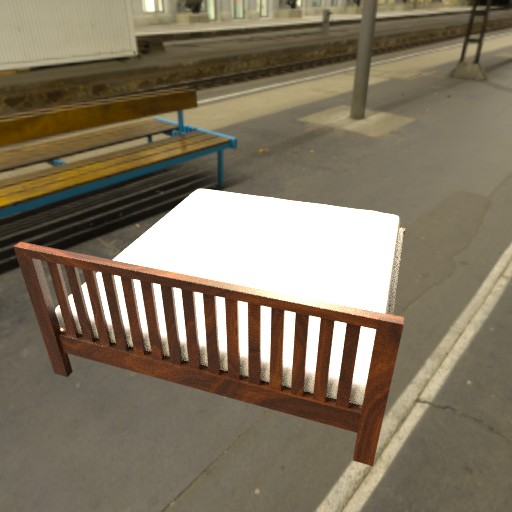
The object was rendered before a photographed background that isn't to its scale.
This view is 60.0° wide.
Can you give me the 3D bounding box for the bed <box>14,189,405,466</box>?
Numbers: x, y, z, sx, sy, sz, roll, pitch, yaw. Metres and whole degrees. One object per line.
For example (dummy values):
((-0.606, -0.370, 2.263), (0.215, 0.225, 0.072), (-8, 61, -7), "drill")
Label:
((0.000, 0.000, 3.035), (1.905, 0.890, 2.030), (10, 32, 16), "bed")
